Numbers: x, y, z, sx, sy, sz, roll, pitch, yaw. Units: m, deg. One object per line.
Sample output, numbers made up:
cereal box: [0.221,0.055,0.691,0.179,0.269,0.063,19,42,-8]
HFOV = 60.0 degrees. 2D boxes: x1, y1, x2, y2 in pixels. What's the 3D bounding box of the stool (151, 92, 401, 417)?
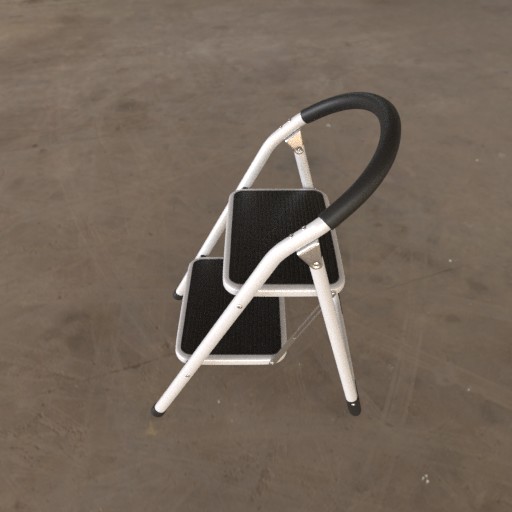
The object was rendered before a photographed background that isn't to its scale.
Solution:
stool: [0.000,0.000,1.090,0.559,0.760,0.453,0,42,0]
